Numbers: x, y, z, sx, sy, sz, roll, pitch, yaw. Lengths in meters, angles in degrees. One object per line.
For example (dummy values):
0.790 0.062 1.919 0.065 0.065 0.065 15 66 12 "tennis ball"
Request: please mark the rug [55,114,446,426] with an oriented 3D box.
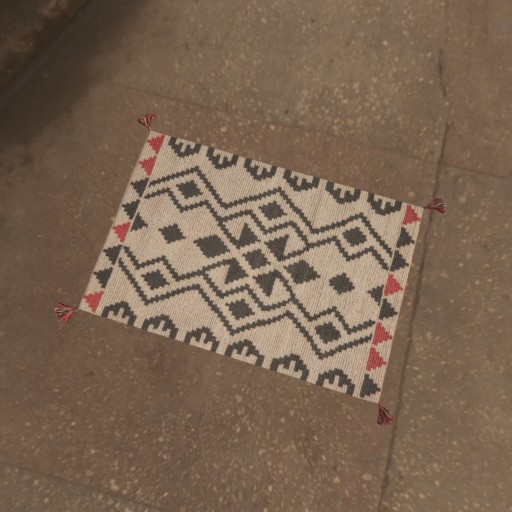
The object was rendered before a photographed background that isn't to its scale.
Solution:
0.000 0.000 2.682 2.069 0.067 1.444 17 77 4 "rug"
